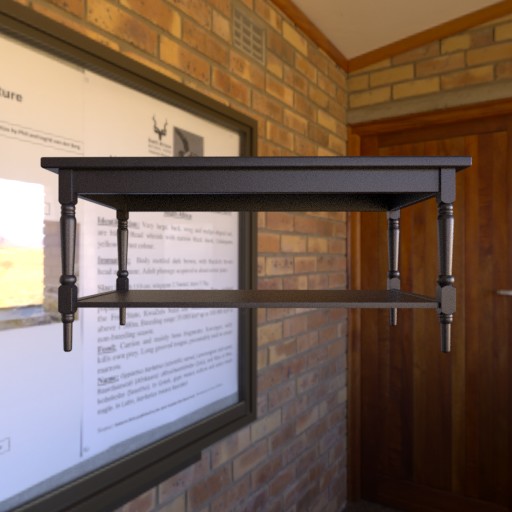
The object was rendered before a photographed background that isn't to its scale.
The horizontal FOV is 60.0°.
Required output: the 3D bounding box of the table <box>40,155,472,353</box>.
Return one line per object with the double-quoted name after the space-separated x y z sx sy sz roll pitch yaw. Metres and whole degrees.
0.000 0.000 1.410 1.107 0.510 0.550 0 0 1 "table"
